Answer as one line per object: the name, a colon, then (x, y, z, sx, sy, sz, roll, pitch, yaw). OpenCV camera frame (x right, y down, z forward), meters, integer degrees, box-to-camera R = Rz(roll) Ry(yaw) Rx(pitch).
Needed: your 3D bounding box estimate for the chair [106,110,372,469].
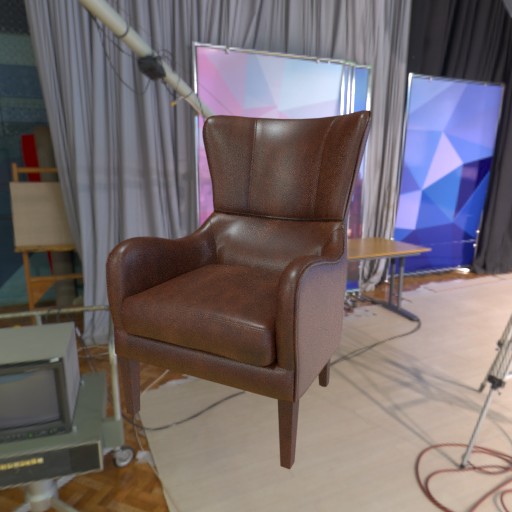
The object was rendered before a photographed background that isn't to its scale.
chair: (0.000, 0.000, 1.646, 0.692, 1.048, 0.914, 7, 16, 26)
